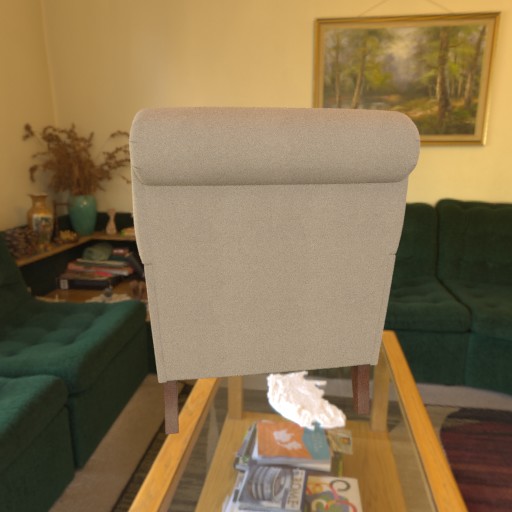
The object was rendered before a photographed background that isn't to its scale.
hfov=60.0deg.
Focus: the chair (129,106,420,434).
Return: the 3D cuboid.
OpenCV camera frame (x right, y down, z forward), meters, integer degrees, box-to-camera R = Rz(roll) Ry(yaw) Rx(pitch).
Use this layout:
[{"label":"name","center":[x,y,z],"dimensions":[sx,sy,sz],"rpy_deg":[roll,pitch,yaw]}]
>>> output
[{"label":"chair","center":[0.000,0.000,1.558],"dimensions":[0.766,0.942,0.842],"rpy_deg":[-2,14,-9]}]
